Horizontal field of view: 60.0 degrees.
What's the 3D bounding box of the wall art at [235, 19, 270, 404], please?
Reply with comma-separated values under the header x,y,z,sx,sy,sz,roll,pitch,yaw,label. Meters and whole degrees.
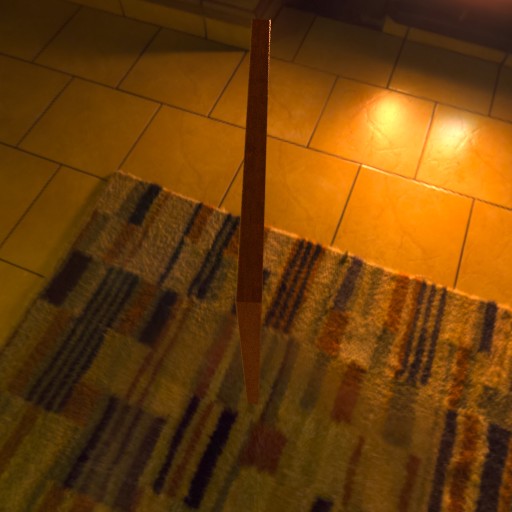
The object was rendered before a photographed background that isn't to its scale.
x,y,z,sx,sy,sz,roll,pitch,yaw,label
0.000,0.000,1.165,0.037,0.914,0.610,2,63,1,wall art
